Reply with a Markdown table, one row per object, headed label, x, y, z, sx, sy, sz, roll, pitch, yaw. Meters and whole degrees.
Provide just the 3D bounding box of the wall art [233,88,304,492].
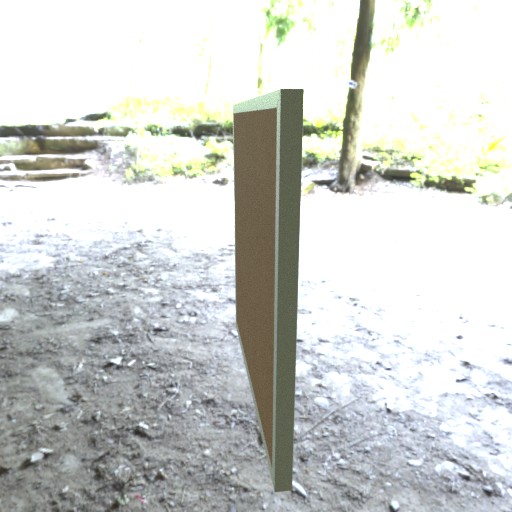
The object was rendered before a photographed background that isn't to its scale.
| label | x | y | z | sx | sy | sz | roll | pitch | yaw |
| --- | --- | --- | --- | --- | --- | --- | --- | --- | --- |
| wall art | 0.000 | 0.000 | 1.139 | 0.036 | 0.760 | 0.760 | -2 | 17 | -8 |
